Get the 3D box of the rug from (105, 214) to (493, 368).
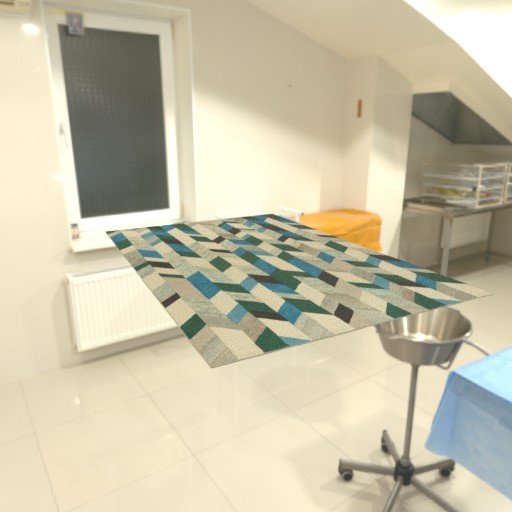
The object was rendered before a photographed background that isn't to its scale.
[{"bbox_3d":[0.000,0.000,2.299,1.229,0.005,1.827,-9,19,-26],"label":"rug"}]
